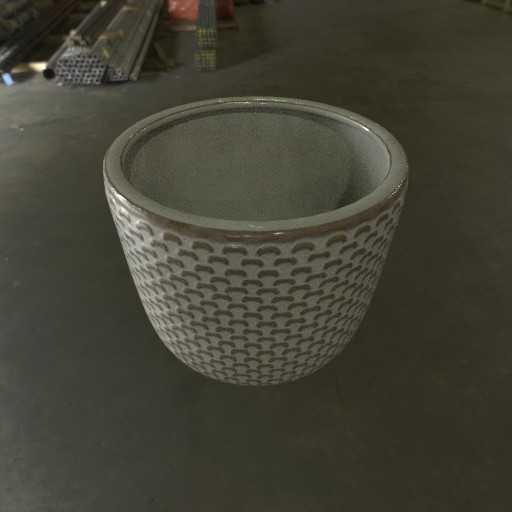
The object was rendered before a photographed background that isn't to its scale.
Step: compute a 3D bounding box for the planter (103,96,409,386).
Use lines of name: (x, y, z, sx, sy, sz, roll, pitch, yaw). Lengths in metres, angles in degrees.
planter: (0.000, 0.000, 0.245, 0.139, 0.130, 0.139, 0, 39, 0)
